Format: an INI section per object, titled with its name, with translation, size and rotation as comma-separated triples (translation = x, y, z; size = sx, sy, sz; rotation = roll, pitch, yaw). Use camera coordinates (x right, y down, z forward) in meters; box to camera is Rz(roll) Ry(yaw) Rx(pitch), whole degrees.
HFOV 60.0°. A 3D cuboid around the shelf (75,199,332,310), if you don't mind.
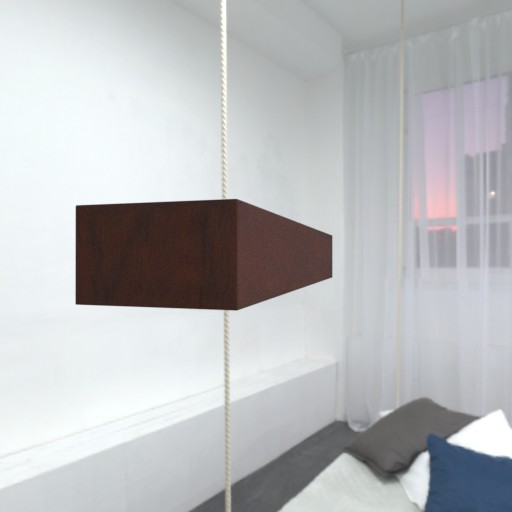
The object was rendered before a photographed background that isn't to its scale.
[shelf]
translation = 0.000, 0.000, 0.662
size = 0.152, 0.088, 0.607
rotation = 0, 0, 17
